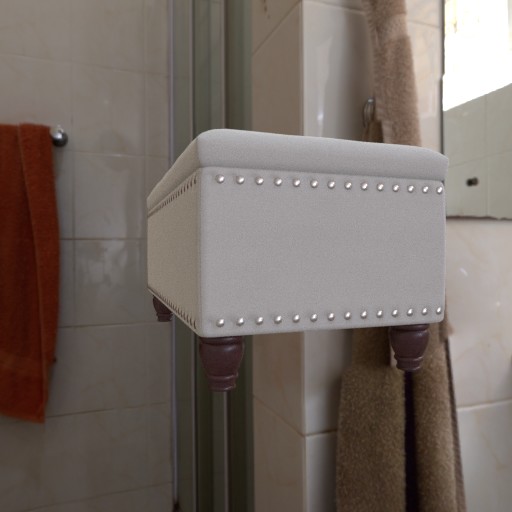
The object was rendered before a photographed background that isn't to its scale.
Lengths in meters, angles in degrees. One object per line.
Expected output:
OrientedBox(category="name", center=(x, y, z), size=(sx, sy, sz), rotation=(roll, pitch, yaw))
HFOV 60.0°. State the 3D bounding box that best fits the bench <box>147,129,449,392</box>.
OrientedBox(category="bench", center=(0.000, 0.000, 1.201), size=(0.500, 0.449, 0.887), rotation=(0, 1, -19))
